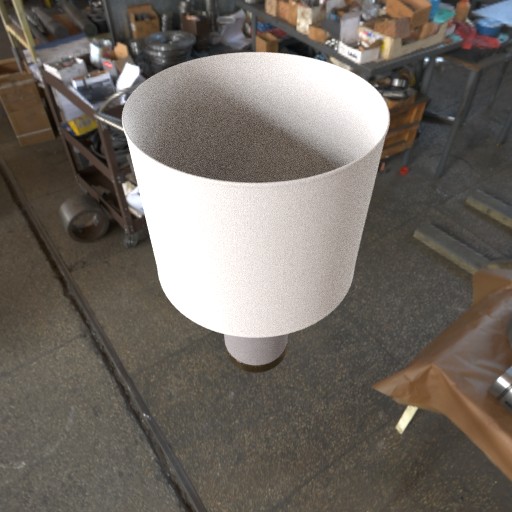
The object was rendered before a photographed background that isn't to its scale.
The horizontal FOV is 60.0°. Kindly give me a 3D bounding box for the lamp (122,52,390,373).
[{"bbox_3d":[0.000,0.000,0.523,0.229,0.380,0.229,0,46,0],"label":"lamp"}]
